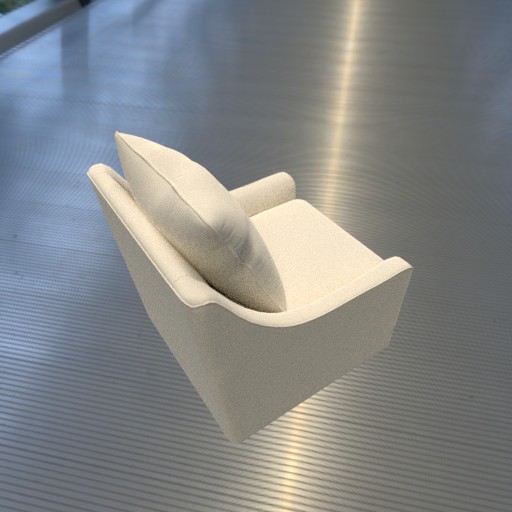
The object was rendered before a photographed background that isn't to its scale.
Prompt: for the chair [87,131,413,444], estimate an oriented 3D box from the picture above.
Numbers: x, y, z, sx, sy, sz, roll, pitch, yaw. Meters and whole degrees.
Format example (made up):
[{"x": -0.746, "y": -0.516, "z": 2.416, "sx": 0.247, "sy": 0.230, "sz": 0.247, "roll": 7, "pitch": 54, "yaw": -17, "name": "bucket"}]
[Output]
[{"x": 0.000, "y": 0.000, "z": 1.636, "sx": 0.876, "sy": 0.965, "sz": 0.756, "roll": -24, "pitch": 47, "yaw": -25, "name": "chair"}]
